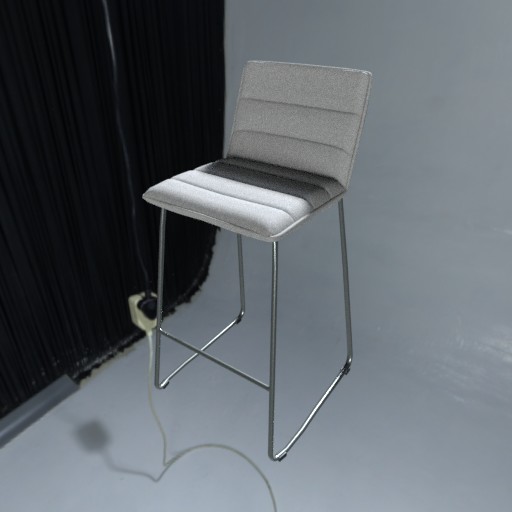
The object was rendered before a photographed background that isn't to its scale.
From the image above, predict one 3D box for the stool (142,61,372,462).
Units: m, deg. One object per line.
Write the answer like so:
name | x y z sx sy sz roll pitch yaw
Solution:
stool | 0.000 0.000 1.255 0.490 0.960 0.490 20 36 30
